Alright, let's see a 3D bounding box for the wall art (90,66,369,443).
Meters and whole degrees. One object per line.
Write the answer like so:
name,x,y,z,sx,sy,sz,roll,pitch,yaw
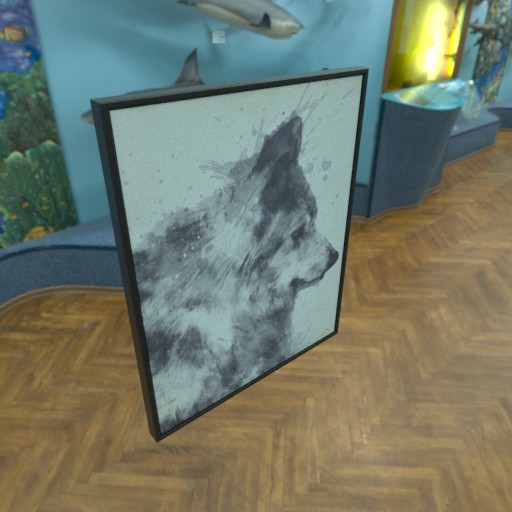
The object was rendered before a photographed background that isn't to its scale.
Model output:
wall art,0.000,0.000,0.740,0.451,0.551,0.028,-22,37,-33
